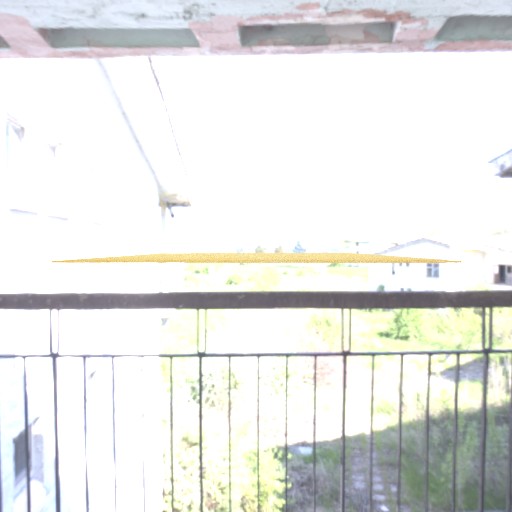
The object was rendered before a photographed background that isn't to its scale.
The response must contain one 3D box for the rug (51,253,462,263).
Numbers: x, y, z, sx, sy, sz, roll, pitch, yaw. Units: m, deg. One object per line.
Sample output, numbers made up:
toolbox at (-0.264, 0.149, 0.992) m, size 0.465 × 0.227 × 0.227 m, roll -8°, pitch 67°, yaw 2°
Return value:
rug at (0.000, 0.000, 4.297) m, size 2.486 × 0.015 × 3.242 m, roll 0°, pitch 1°, yaw 0°
